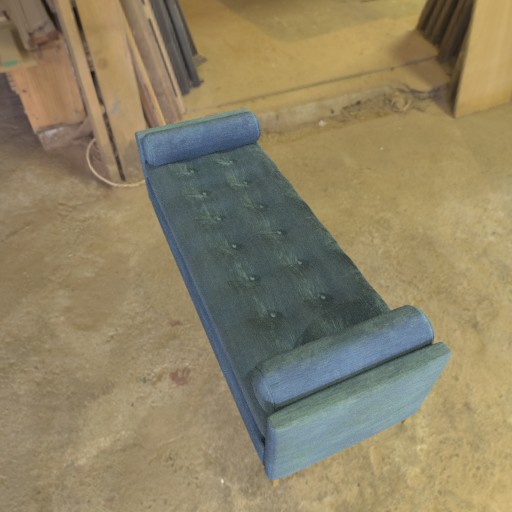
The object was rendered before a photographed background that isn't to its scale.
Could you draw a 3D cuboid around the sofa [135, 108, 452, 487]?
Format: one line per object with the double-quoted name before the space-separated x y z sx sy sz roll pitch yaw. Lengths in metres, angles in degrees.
"sofa" 0.000 0.000 2.468 0.796 0.705 2.102 -18 49 -16
